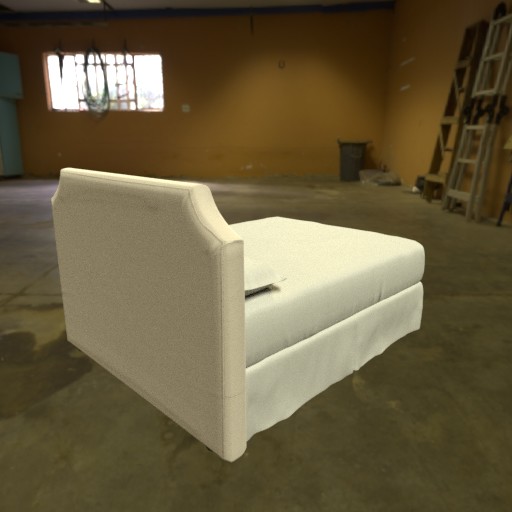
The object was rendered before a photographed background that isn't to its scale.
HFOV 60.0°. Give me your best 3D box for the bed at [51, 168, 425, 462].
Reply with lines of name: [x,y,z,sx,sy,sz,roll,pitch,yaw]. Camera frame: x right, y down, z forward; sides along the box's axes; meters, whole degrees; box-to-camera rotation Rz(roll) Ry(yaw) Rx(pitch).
bed: [0.000,0.000,3.226,2.164,1.297,1.828,-15,21,-43]
